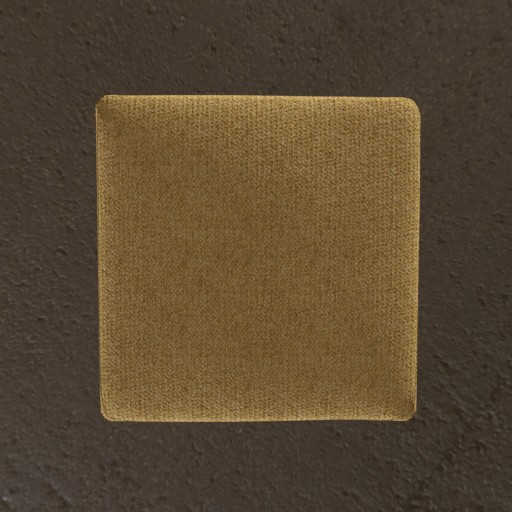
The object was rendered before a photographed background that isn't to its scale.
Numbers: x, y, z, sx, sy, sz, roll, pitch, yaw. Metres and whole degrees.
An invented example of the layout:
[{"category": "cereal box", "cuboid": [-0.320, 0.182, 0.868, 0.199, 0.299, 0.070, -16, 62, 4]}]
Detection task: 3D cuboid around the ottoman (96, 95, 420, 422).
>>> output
[{"category": "ottoman", "cuboid": [0.000, 0.000, 0.873, 0.505, 0.441, 0.512, 0, 92, -1]}]
